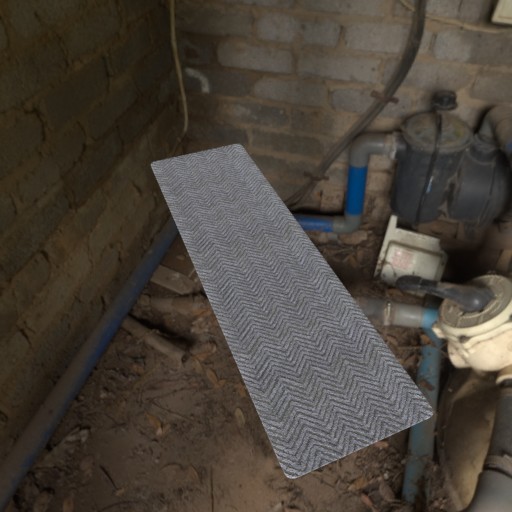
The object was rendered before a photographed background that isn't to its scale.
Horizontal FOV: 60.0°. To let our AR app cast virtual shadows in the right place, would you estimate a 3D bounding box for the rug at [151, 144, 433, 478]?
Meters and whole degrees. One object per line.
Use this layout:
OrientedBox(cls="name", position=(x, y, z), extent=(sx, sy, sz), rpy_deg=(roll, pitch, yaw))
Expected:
OrientedBox(cls="rug", position=(0.000, 0.000, 2.497), extent=(0.686, 0.008, 2.286), rpy_deg=(-16, 48, -16))
